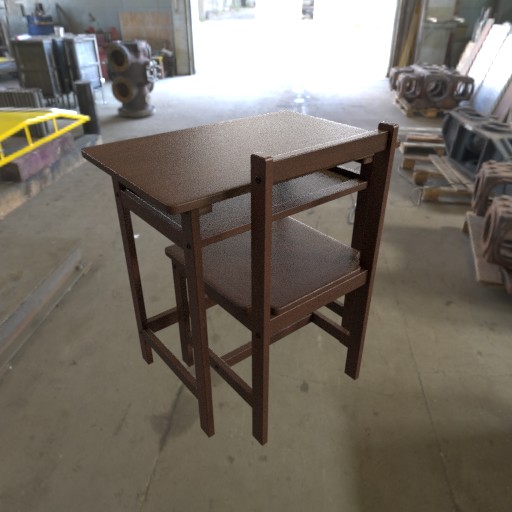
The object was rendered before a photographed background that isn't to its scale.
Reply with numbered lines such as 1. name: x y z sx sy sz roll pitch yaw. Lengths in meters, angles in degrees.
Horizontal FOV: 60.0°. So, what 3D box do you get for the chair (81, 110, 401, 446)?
1. chair: 0.000 0.000 1.086 0.599 0.673 0.463 -22 37 -33
